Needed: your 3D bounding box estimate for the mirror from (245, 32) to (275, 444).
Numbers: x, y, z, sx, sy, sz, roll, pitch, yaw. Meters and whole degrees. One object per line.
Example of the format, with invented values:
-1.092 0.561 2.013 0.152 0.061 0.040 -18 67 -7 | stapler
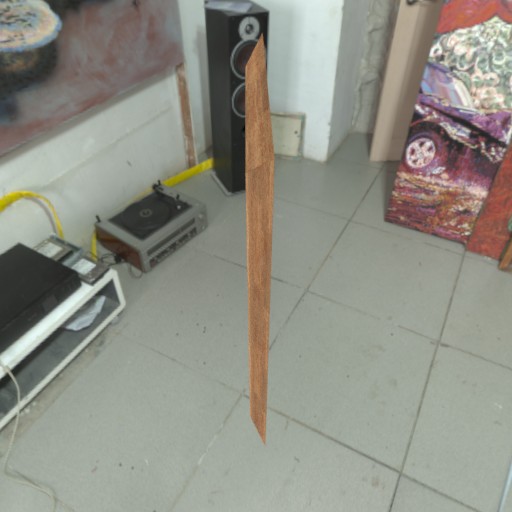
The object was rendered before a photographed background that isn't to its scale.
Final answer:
0.000 0.000 1.276 0.047 1.010 0.651 -1 43 -1 | mirror
